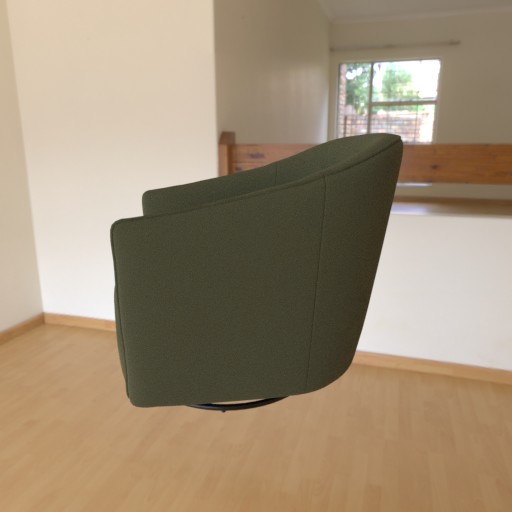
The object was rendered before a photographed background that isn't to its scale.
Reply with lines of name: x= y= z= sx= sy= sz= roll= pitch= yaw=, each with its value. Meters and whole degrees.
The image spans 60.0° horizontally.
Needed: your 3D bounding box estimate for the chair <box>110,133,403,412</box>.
chair: x=0.000 y=0.000 z=1.490 sx=0.875 sy=0.799 sz=0.747 roll=-2 pitch=14 yaw=-7
